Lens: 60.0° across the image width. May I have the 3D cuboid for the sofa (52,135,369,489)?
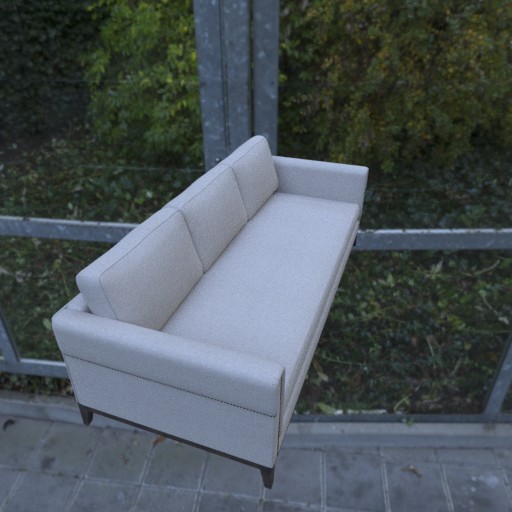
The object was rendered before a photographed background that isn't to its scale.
[{"bbox_3d":[0.000,0.000,2.619,0.959,0.838,2.210,11,33,17],"label":"sofa"}]
